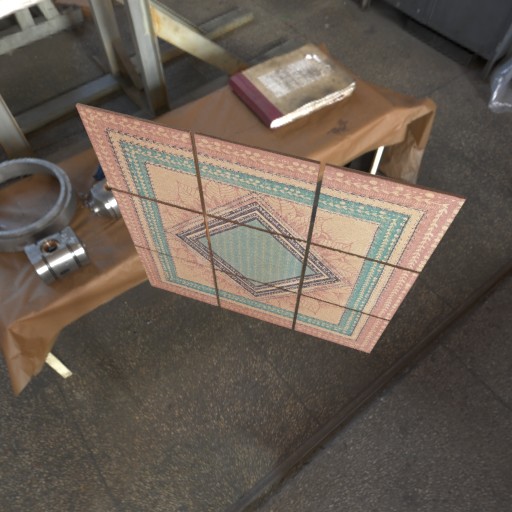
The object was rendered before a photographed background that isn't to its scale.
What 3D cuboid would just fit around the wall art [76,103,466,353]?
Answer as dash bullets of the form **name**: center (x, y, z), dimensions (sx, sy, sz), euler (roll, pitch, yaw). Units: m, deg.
- **wall art**: center (0.000, 0.000, 2.301), dimensions (1.527, 1.525, 0.014), euler (16, 59, 10)
